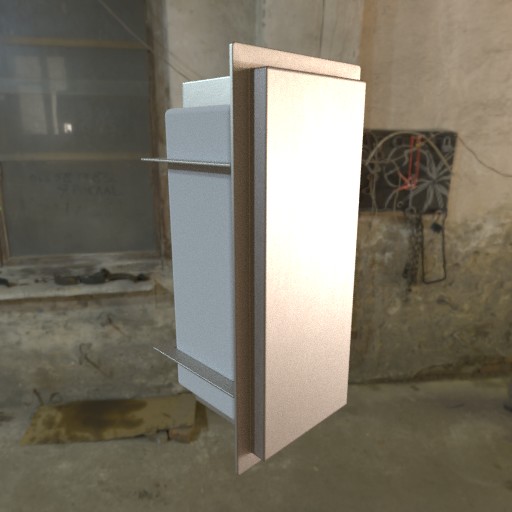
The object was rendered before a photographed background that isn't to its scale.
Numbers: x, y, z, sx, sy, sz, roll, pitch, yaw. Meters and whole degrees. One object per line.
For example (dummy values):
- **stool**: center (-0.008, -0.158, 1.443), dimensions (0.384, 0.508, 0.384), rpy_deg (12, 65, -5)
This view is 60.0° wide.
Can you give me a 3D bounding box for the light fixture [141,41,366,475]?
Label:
- **light fixture**: center (0.000, 0.000, 0.472), dimensions (0.168, 0.380, 0.160), rpy_deg (-14, 21, -42)
